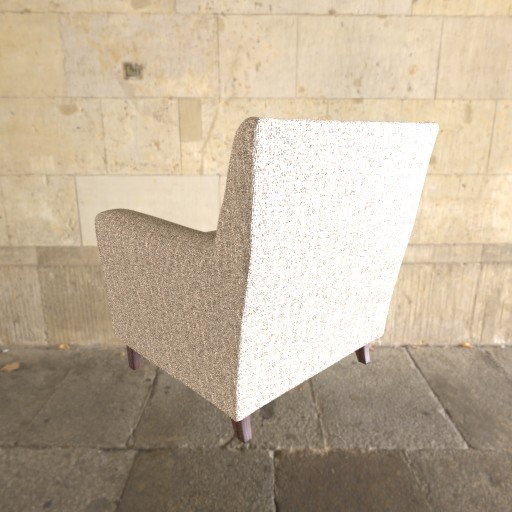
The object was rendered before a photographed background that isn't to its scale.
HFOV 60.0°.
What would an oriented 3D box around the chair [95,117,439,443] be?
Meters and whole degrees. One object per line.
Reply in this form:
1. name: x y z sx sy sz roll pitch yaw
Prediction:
1. chair: 0.000 0.000 1.601 0.864 0.928 0.873 -15 22 -42
